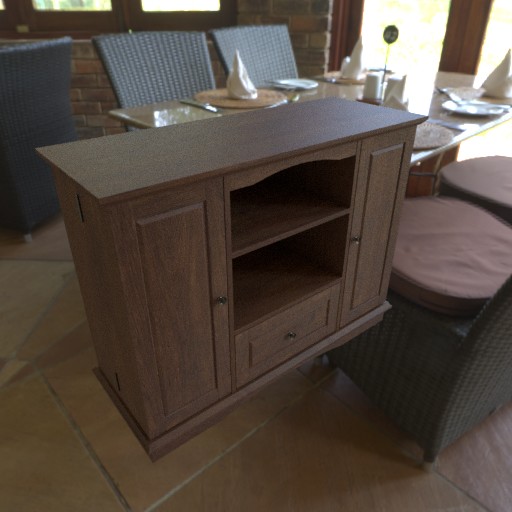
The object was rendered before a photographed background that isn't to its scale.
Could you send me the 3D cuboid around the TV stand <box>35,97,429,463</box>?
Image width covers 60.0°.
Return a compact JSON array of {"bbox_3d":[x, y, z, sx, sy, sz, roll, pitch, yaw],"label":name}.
[{"bbox_3d":[0.000,0.000,1.442,1.067,0.813,0.406,-22,37,-33],"label":"TV stand"}]
